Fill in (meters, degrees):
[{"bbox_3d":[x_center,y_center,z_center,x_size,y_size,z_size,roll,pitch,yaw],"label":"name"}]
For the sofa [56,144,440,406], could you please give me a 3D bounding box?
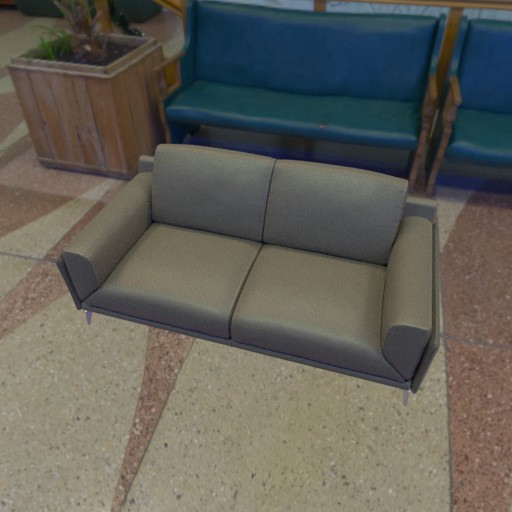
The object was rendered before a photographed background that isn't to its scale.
[{"bbox_3d":[0.000,0.000,2.728,2.101,0.930,1.049,11,42,13],"label":"sofa"}]
